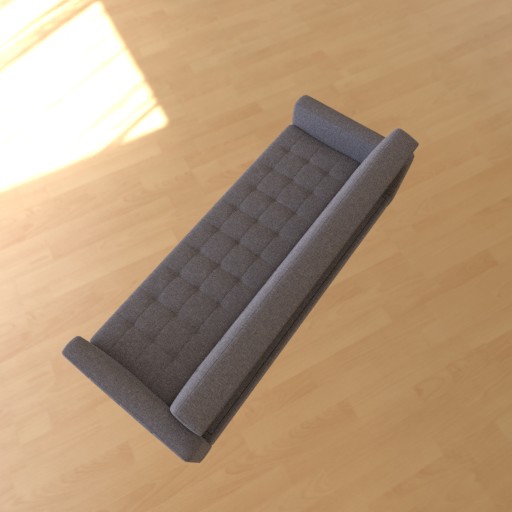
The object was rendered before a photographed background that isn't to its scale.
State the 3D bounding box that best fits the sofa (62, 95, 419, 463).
[{"bbox_3d":[0.000,0.000,2.459,0.810,0.850,2.040,34,69,15],"label":"sofa"}]
